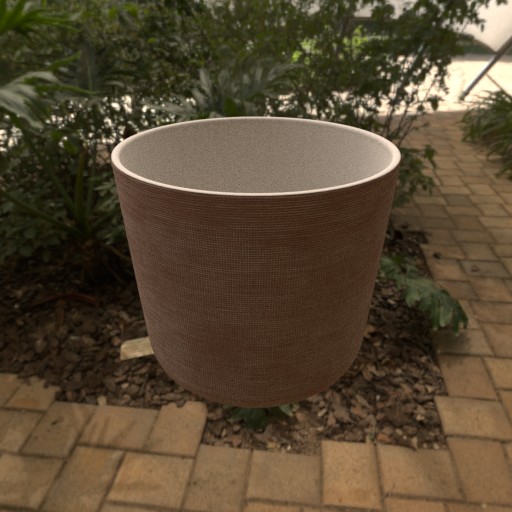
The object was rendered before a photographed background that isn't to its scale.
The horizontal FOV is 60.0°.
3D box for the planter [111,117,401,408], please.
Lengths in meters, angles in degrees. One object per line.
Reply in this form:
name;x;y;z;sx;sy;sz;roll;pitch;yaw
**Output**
planter;0.000;0.000;0.794;0.440;0.398;0.440;0;29;0
